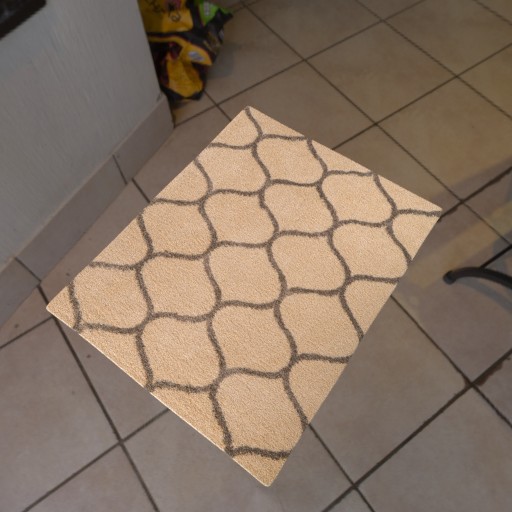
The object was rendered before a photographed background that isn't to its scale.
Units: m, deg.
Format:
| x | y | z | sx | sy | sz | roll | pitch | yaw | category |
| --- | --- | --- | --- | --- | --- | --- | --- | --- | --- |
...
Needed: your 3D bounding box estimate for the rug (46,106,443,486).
| x | y | z | sx | sy | sz | roll | pitch | yaw | category |
| --- | --- | --- | --- | --- | --- | --- | --- | --- | --- |
| 0.000 | 0.000 | 4.121 | 2.399 | 0.026 | 3.000 | 33 | 67 | 16 | rug |
